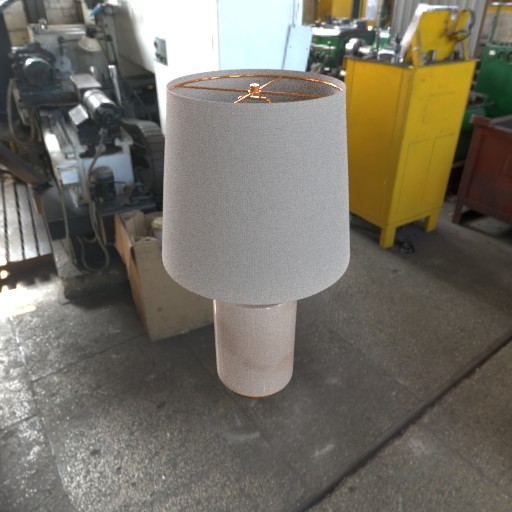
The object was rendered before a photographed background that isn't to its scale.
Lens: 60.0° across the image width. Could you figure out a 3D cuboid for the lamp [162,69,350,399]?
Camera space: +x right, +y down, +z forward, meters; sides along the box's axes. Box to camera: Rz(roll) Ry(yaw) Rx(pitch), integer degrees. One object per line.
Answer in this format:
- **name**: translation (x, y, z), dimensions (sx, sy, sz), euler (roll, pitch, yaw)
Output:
- **lamp**: translation (0.000, 0.000, 0.460), dimensions (0.189, 0.340, 0.189), euler (0, 31, 0)
